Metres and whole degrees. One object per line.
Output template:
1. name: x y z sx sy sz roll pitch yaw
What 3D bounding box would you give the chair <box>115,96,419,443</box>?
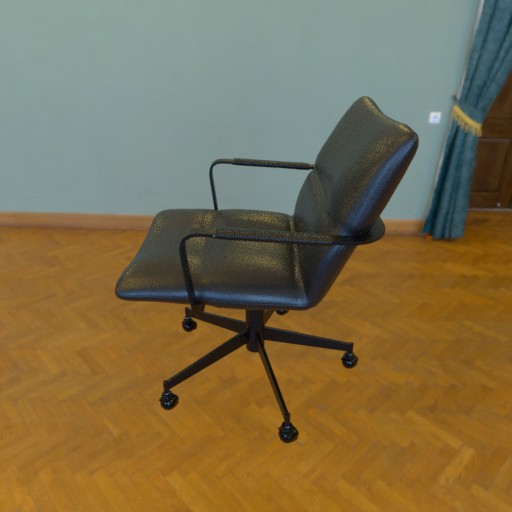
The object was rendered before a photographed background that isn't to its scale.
1. chair: 0.000 0.000 1.428 0.748 0.922 0.719 1 28 1
